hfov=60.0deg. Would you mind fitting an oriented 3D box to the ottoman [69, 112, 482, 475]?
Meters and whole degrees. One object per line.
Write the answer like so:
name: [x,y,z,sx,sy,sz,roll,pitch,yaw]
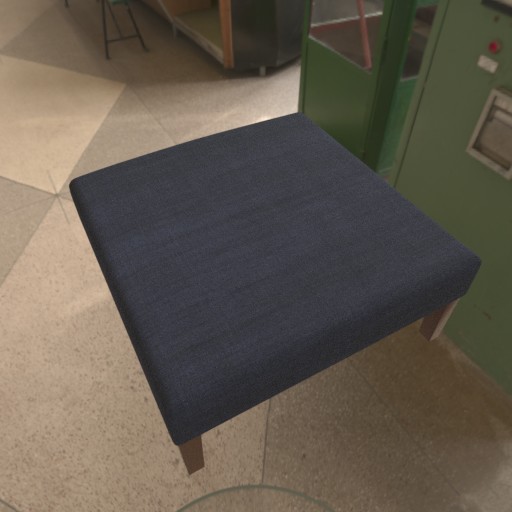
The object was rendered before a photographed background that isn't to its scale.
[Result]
ottoman: [0.000,0.000,1.399,0.890,0.411,0.889,-22,51,-19]
